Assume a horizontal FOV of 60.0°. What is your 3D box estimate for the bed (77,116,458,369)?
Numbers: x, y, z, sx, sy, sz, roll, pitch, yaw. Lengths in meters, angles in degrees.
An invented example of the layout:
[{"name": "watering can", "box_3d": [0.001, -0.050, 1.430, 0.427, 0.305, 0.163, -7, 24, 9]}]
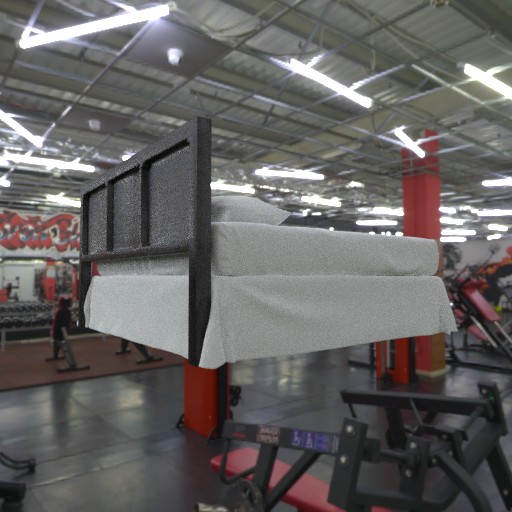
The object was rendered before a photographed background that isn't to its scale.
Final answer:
[{"name": "bed", "box_3d": [0.000, 0.000, 3.451, 2.165, 1.158, 2.255, 2, -3, -36]}]
